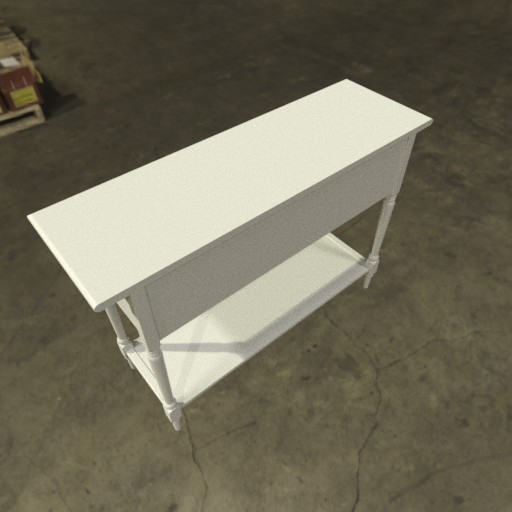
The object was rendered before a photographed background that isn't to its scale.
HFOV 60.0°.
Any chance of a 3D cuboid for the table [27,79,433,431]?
[{"bbox_3d":[0.000,0.000,1.577,1.197,0.808,0.384,-31,54,-26],"label":"table"}]
